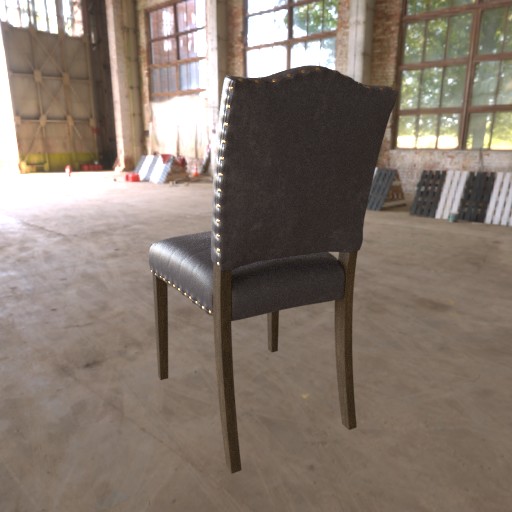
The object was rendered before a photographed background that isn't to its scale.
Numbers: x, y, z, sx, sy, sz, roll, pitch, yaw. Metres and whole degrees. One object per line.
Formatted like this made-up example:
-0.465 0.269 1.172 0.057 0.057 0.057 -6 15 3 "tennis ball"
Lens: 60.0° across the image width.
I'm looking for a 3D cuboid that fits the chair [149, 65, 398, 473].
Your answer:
0.000 0.000 1.327 0.500 0.991 0.633 -8 17 -26 "chair"
